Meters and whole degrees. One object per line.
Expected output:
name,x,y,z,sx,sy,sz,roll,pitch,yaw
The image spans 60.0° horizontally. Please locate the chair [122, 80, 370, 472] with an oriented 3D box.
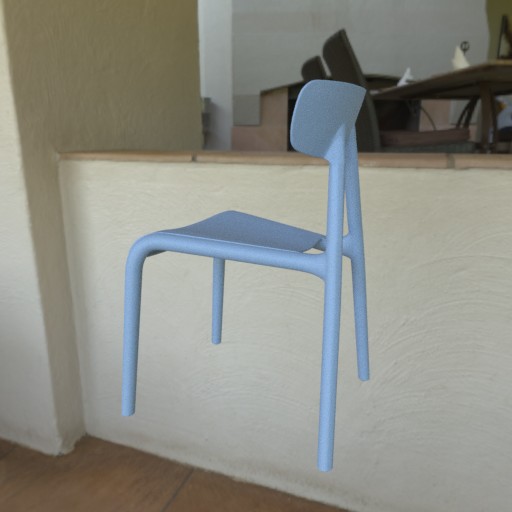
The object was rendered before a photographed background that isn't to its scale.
chair,0.000,0.000,0.832,0.401,0.580,0.356,7,16,24
